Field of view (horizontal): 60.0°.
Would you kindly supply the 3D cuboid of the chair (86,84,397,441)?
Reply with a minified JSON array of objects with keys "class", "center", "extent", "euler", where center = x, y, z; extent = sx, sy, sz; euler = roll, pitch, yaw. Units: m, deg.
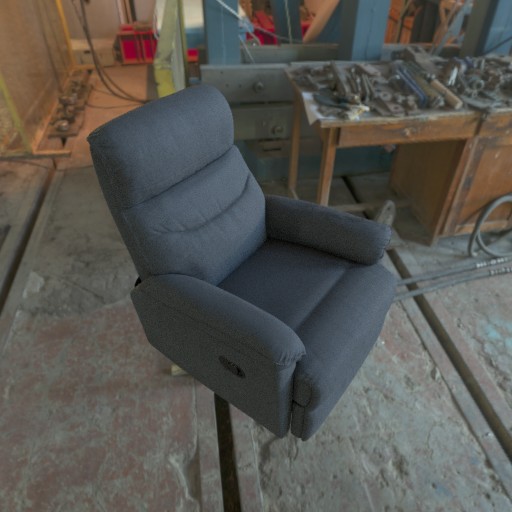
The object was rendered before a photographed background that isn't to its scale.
[{"class":"chair","center":[0.000,0.000,1.727],"extent":[1.004,1.037,0.820],"euler":[25,47,26]}]
